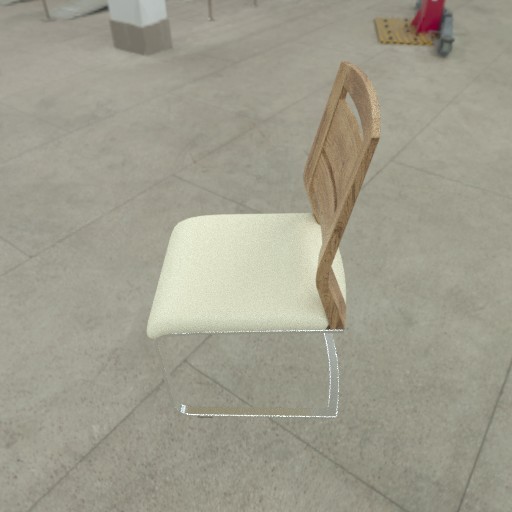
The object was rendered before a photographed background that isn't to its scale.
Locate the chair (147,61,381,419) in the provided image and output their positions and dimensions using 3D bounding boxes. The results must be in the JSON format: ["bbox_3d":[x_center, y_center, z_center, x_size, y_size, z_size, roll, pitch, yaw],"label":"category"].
[{"bbox_3d":[0.000,0.000,1.240,0.561,0.955,0.457,1,41,1],"label":"chair"}]
